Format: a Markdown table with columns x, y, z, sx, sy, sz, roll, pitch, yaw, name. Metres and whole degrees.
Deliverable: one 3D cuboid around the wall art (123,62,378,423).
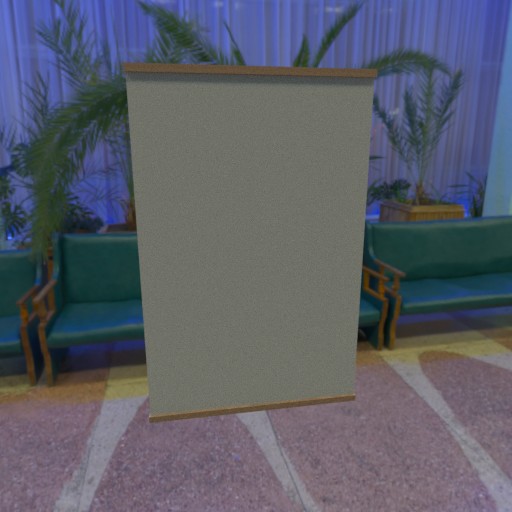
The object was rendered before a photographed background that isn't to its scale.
| x | y | z | sx | sy | sz | roll | pitch | yaw | name |
| --- | --- | --- | --- | --- | --- | --- | --- | --- | --- |
| 0.000 | 0.000 | 1.915 | 0.990 | 1.519 | 0.030 | -3 | 16 | -10 | wall art |
